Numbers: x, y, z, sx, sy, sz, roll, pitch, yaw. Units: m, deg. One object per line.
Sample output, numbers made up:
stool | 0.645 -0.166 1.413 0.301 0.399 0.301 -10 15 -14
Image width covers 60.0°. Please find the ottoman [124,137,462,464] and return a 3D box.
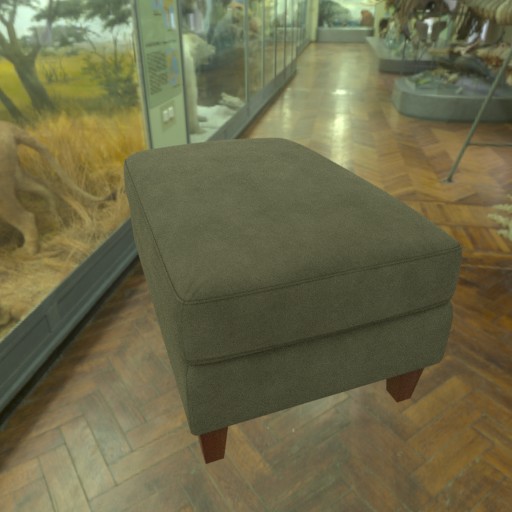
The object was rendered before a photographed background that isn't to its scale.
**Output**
ottoman | 0.000 0.000 1.188 0.584 0.483 0.864 -10 31 -18
